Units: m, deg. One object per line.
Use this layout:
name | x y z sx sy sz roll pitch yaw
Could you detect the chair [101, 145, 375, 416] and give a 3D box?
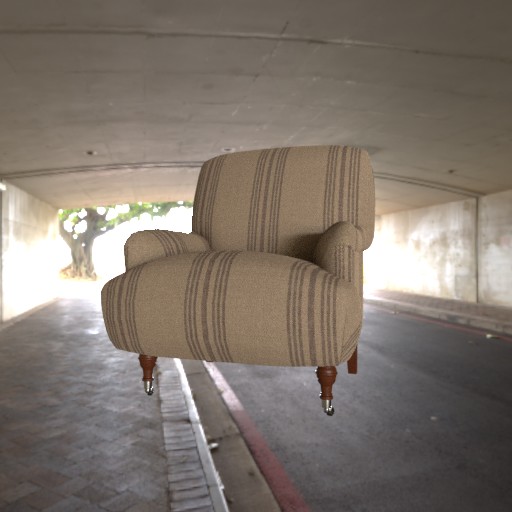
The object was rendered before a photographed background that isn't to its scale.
chair | 0.000 0.000 1.630 0.813 0.940 0.914 0 0 19
